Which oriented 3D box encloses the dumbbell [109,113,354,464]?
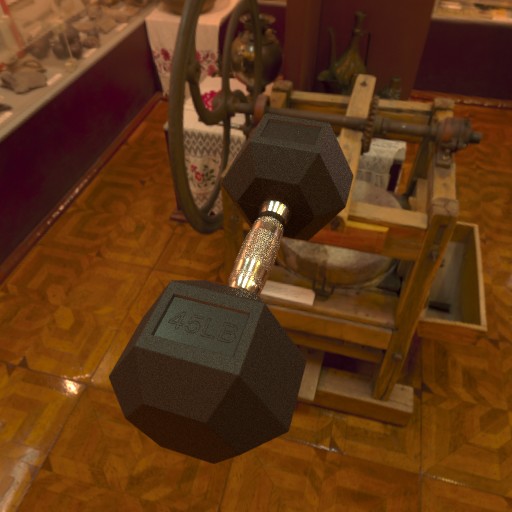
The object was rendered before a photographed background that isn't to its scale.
[{"bbox_3d":[0.000,0.000,0.422,0.141,0.123,0.356,13,48,11],"label":"dumbbell"}]
